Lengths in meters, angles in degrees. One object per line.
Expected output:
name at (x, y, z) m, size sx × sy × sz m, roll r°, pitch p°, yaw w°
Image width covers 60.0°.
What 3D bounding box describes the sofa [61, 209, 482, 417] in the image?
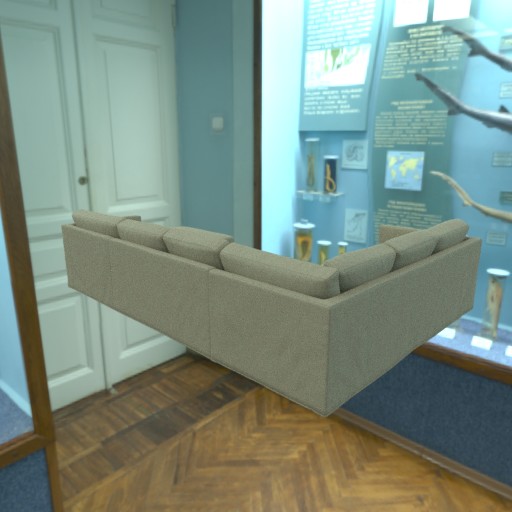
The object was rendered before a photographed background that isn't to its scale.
sofa at (0.000, 0.000, 4.443) m, size 3.460 × 0.882 × 2.427 m, roll 14°, pitch 20°, yaw 42°
